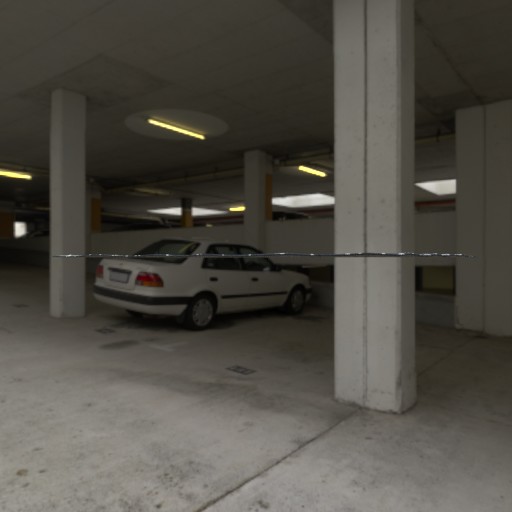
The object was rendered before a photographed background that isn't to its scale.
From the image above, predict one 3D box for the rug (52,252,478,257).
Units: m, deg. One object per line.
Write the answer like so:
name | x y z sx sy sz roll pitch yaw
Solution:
rug | 0.000 0.000 2.993 2.448 0.017 1.529 0 0 37
